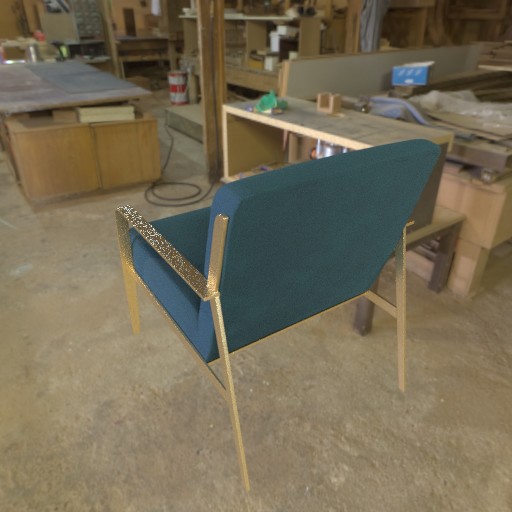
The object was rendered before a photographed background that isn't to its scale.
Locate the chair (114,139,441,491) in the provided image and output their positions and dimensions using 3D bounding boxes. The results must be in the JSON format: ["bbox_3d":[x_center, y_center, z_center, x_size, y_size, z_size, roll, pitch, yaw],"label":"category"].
[{"bbox_3d":[0.000,0.000,1.427,0.692,0.831,0.859,-19,35,-29],"label":"chair"}]
